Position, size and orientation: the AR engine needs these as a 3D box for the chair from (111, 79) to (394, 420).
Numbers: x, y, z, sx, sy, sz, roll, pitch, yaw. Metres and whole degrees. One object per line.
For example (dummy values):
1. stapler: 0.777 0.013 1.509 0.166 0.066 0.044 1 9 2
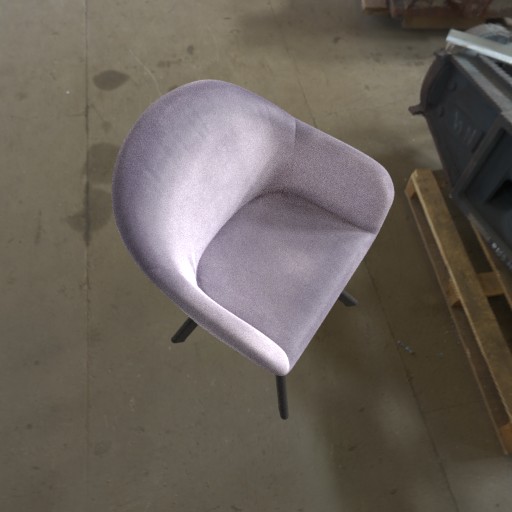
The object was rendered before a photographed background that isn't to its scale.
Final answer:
1. chair: 0.000 0.000 1.178 0.540 0.780 0.570 30 64 17
